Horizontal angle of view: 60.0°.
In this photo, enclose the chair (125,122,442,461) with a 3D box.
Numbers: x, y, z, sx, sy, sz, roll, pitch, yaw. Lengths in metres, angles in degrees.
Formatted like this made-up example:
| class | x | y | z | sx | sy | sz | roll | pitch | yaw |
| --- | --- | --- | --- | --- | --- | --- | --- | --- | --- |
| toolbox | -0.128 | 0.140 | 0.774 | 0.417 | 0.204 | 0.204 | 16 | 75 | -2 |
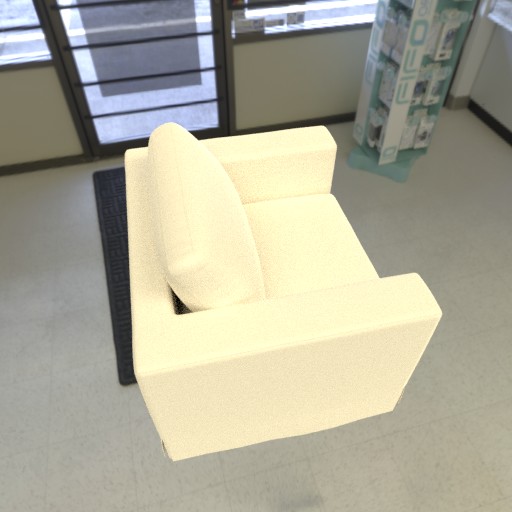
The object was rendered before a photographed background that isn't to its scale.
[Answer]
| class | x | y | z | sx | sy | sz | roll | pitch | yaw |
| --- | --- | --- | --- | --- | --- | --- | --- | --- | --- |
| chair | 0.000 | 0.000 | 1.790 | 0.957 | 0.878 | 1.150 | -9 | 47 | -9 |
